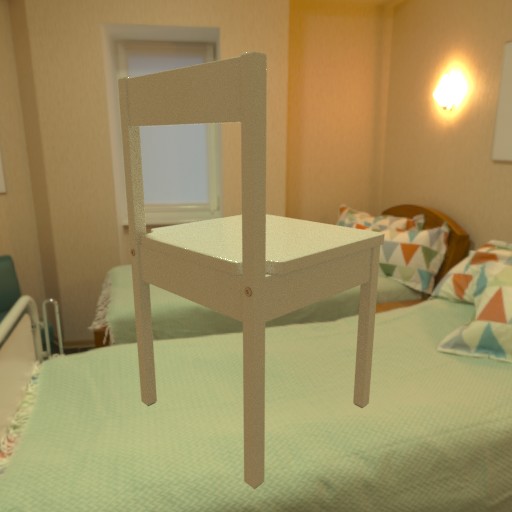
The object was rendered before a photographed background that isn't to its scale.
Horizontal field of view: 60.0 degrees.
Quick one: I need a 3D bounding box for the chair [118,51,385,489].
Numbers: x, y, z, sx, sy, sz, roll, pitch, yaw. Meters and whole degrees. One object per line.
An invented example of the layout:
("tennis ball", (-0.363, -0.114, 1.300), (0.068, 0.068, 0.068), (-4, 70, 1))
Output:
("chair", (0.000, 0.000, 0.888), (0.361, 0.668, 0.367), (-14, 20, -43))
